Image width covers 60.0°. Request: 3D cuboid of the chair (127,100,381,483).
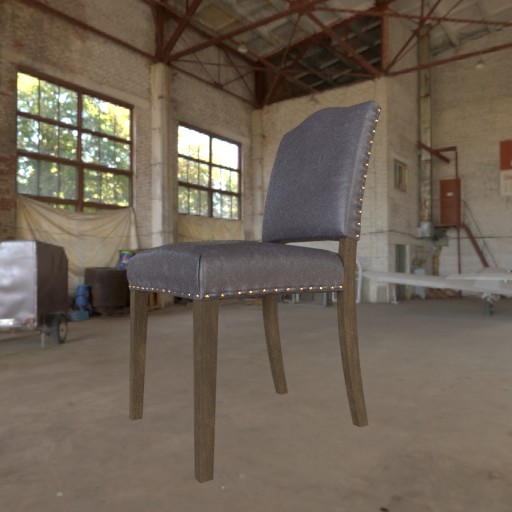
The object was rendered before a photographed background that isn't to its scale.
[{"bbox_3d":[0.000,0.000,1.332,0.633,0.991,0.500,1,-1,-34],"label":"chair"}]
